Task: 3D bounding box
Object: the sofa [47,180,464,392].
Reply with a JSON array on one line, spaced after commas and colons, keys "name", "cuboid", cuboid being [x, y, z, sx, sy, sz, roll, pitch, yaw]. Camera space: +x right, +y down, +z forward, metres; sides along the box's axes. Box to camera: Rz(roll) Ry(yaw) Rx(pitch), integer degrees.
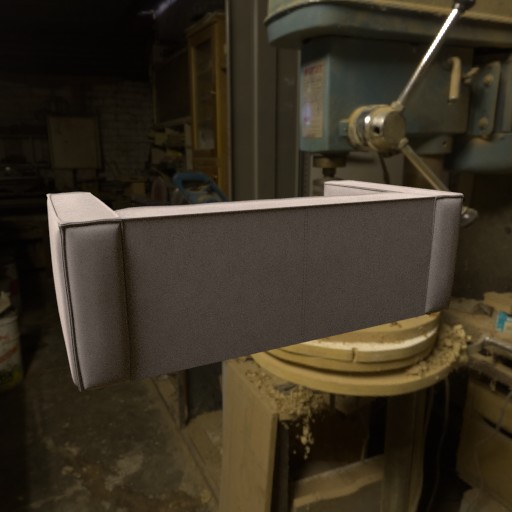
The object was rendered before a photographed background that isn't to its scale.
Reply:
[{"name": "sofa", "cuboid": [0.000, 0.000, 2.395, 1.995, 0.680, 1.038, -7, 16, -25]}]
